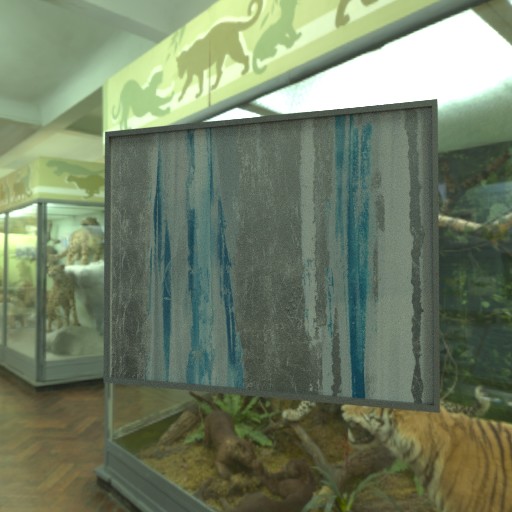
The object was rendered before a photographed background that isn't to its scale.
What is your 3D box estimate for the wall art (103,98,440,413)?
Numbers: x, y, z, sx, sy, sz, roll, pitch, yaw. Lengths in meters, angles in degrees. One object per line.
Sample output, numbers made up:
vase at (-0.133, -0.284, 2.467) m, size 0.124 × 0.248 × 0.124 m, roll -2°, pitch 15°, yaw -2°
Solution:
wall art at (0.000, 0.000, 0.732) m, size 0.557 × 0.450 × 0.037 m, roll 0°, pitch -1°, yaw 17°
